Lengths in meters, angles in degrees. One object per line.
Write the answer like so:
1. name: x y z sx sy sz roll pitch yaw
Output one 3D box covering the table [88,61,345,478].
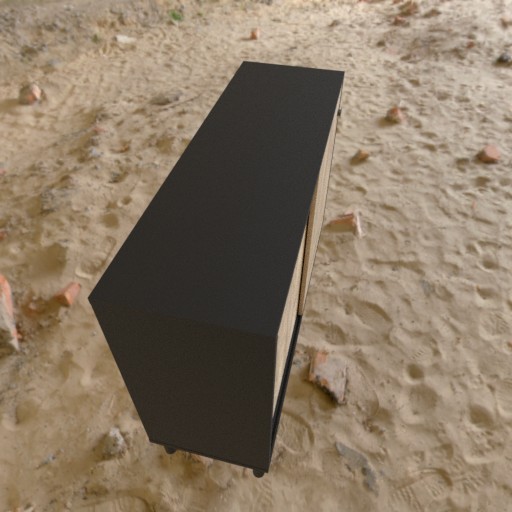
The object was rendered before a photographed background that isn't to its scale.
1. table: 0.000 0.000 1.571 0.400 0.855 1.200 10 47 10
